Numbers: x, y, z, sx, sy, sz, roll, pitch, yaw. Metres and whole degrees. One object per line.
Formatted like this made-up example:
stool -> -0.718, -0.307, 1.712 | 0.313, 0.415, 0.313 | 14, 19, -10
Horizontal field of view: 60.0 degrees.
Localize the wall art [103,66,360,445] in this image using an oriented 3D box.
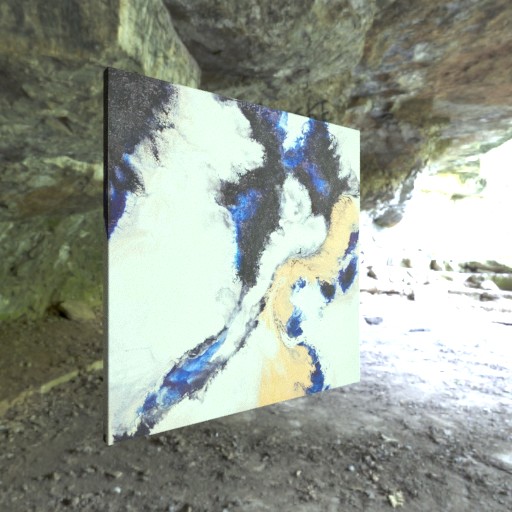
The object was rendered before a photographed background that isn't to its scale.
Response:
wall art -> 0.000, 0.000, 1.311 | 0.887, 0.885, 0.038 | 0, 0, -37
